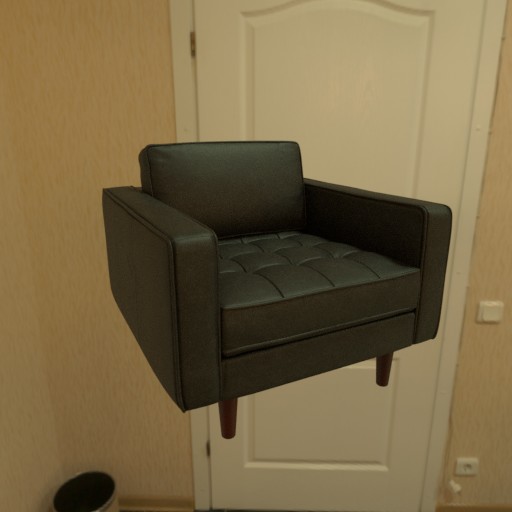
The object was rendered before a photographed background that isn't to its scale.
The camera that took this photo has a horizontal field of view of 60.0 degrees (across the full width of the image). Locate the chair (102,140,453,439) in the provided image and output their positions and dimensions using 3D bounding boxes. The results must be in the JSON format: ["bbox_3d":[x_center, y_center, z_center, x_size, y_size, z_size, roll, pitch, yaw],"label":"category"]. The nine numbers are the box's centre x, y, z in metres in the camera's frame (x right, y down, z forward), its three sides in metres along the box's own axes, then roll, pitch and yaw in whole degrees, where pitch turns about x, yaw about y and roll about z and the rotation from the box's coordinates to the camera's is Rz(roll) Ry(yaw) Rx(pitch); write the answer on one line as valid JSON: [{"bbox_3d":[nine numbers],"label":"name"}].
[{"bbox_3d":[0.000,0.000,1.544,0.889,0.763,0.914,-8,18,-26],"label":"chair"}]
